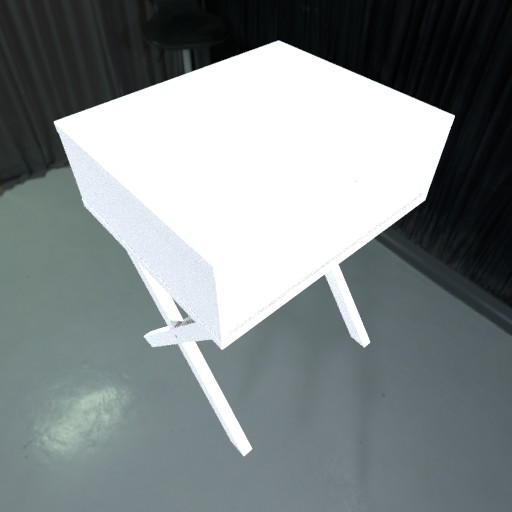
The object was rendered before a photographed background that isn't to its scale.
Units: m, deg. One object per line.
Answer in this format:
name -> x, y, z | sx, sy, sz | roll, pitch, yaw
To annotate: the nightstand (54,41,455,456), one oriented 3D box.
nightstand -> 0.000, 0.000, 0.915 | 0.479, 0.623, 0.402 | -33, 55, -27
